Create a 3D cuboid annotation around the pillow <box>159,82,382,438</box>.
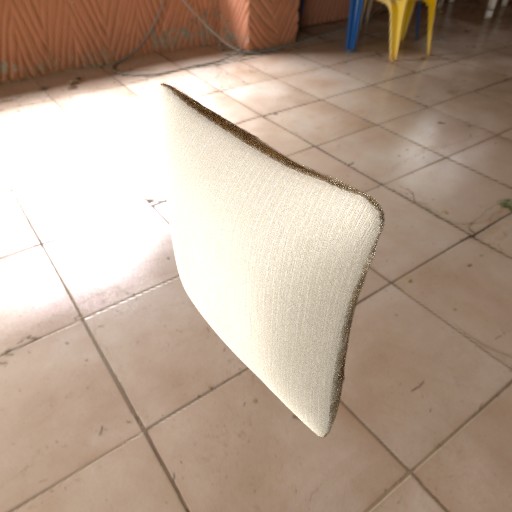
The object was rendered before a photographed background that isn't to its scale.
[{"bbox_3d":[0.000,0.000,0.837,0.216,0.525,0.538,-26,46,-27],"label":"pillow"}]
